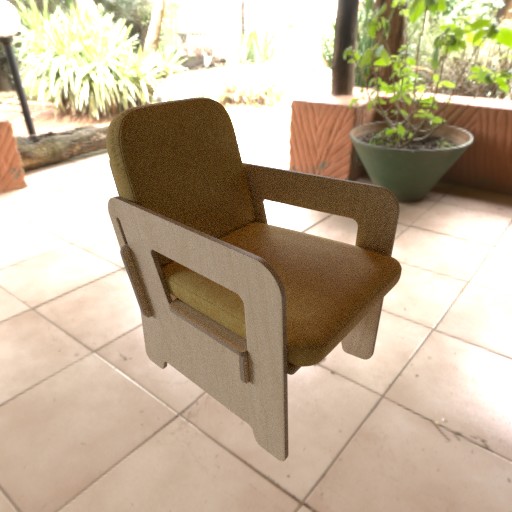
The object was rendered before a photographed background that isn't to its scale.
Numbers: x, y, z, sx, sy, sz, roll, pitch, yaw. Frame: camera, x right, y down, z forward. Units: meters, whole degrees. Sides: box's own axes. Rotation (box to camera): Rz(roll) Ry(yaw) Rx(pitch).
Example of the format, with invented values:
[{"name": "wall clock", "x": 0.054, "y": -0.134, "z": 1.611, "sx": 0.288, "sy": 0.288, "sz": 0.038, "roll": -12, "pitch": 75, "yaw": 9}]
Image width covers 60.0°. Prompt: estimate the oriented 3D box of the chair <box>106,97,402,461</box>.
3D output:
[{"name": "chair", "x": 0.000, "y": 0.000, "z": 1.280, "sx": 0.710, "sy": 0.800, "sz": 0.590, "roll": 20, "pitch": 33, "yaw": 33}]
